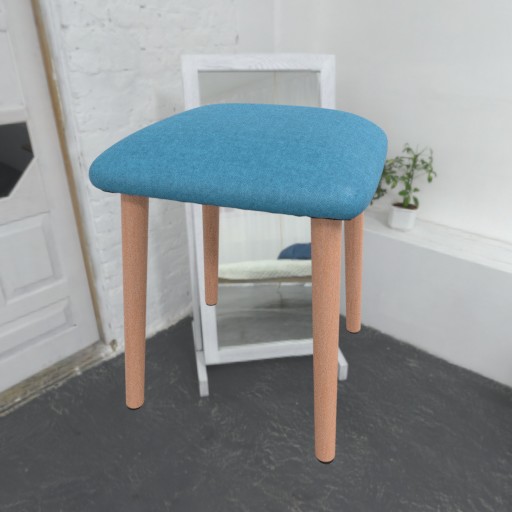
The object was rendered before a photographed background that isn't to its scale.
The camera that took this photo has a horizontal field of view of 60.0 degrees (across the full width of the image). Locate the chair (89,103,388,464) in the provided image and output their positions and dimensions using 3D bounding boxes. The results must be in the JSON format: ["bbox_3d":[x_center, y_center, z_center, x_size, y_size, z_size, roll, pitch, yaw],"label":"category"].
[{"bbox_3d":[0.000,0.000,0.718,0.360,0.450,0.360,9,29,16],"label":"chair"}]
